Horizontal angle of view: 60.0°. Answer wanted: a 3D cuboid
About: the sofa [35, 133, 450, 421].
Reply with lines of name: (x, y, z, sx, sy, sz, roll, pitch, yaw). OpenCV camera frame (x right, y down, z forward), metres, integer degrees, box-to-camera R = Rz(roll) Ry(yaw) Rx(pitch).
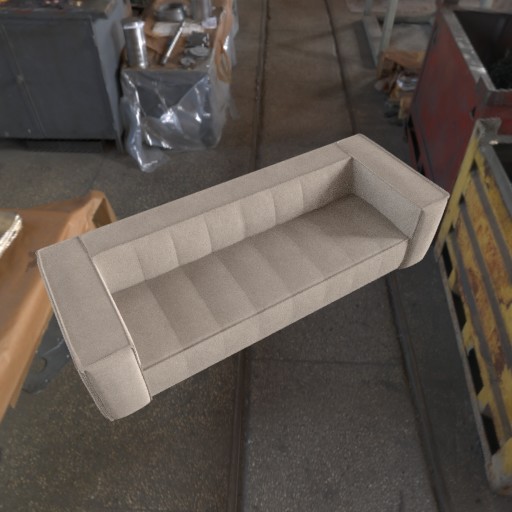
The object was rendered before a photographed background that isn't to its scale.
sofa: (0.000, 0.000, 3.184, 2.697, 0.680, 1.038, -24, 51, -21)
